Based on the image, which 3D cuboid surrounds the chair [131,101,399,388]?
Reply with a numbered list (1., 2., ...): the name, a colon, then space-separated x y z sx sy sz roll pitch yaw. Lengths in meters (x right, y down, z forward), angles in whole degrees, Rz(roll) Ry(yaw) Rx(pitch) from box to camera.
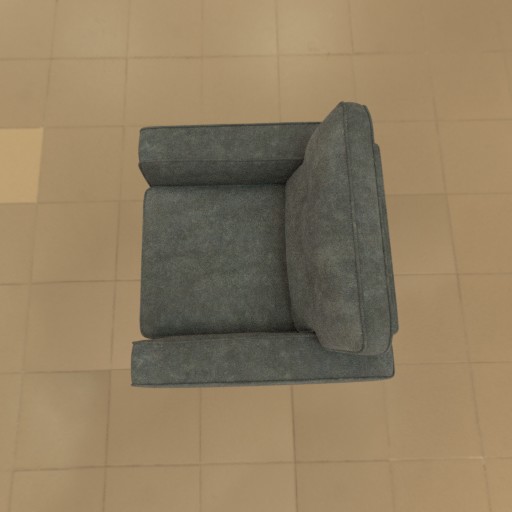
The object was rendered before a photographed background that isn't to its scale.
1. chair: 0.000 0.000 1.802 0.939 0.965 1.015 -2 76 0
